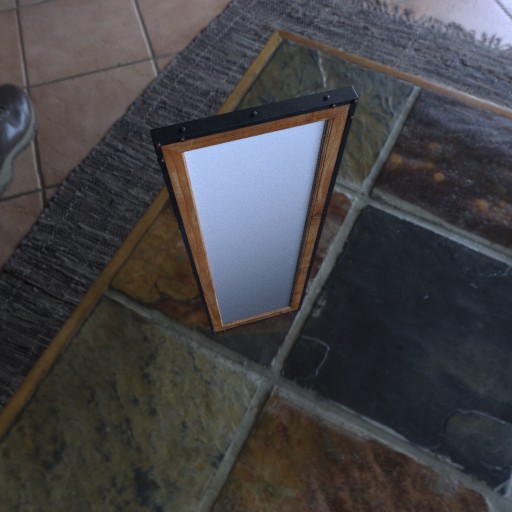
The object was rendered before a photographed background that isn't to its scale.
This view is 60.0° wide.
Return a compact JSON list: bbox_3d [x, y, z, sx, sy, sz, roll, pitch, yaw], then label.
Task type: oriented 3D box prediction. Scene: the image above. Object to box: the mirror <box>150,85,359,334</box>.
[{"bbox_3d":[0.000,0.000,1.211,0.354,1.080,0.042,-15,65,-7],"label":"mirror"}]
